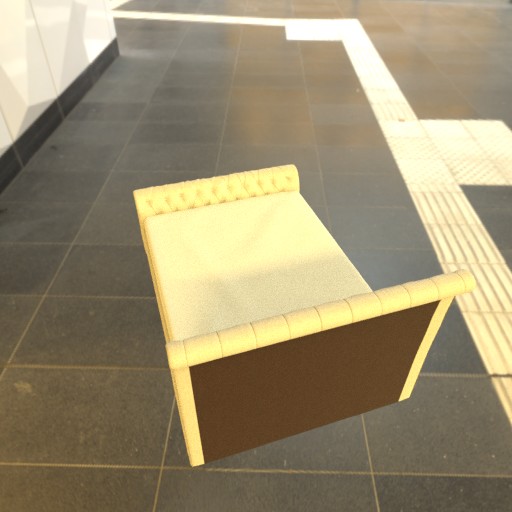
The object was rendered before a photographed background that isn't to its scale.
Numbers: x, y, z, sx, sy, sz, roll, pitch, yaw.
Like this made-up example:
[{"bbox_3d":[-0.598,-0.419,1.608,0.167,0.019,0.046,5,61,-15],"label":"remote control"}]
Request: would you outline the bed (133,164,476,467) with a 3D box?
[{"bbox_3d":[0.000,0.000,3.394,1.606,1.268,2.493,-12,42,-14],"label":"bed"}]
